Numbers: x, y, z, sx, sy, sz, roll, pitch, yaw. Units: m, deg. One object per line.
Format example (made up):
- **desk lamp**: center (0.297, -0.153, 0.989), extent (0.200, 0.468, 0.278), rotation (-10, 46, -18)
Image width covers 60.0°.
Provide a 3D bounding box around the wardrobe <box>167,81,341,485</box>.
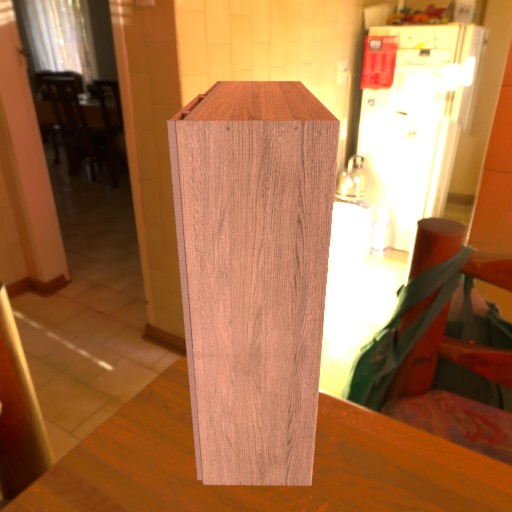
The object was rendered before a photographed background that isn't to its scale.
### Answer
- **wardrobe**: center (0.000, 0.000, 2.829), extent (0.629, 1.960, 1.780), rotation (0, 26, 0)
